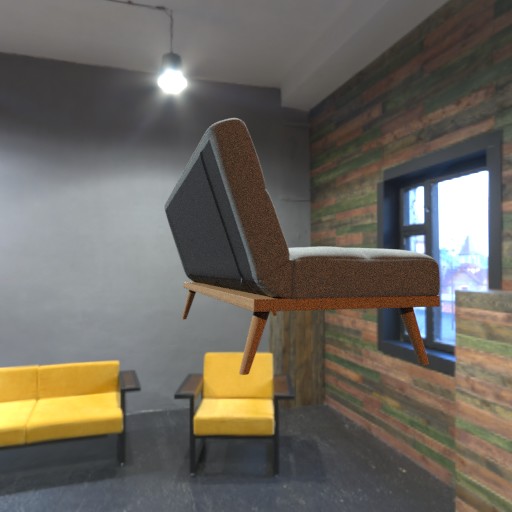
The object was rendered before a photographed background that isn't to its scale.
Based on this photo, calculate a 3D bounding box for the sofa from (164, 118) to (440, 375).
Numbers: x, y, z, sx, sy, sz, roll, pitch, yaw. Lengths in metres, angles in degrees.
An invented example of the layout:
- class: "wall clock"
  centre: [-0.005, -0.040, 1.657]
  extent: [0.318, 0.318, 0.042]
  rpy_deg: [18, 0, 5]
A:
- class: "sofa"
  centre: [0.000, 0.000, 2.268]
  extent: [0.800, 0.800, 1.820]
  rpy_deg: [0, -2, -16]
